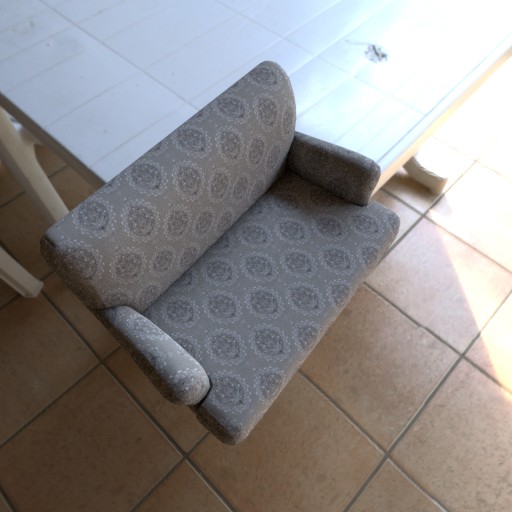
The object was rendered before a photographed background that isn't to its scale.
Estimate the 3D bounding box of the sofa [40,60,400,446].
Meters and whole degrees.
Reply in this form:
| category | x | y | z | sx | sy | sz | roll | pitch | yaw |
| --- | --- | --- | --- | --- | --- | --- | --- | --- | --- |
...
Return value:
| category | x | y | z | sx | sy | sz | roll | pitch | yaw |
| --- | --- | --- | --- | --- | --- | --- | --- | --- | --- |
| sofa | 0.000 | 0.000 | 1.811 | 0.779 | 0.889 | 1.297 | 34 | 64 | 19 |
